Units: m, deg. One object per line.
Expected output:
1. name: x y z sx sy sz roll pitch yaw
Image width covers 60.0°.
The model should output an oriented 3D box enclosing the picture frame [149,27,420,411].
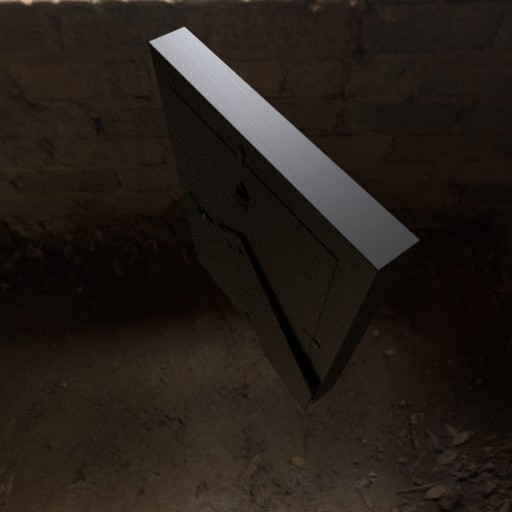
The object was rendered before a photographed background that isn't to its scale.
1. picture frame: 0.000 0.000 0.274 0.028 0.208 0.157 -33 65 -18
